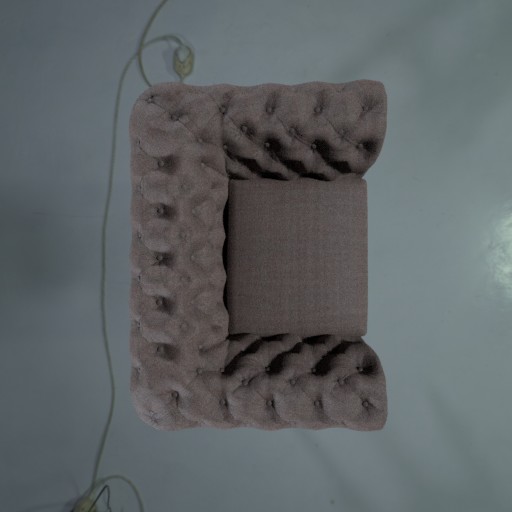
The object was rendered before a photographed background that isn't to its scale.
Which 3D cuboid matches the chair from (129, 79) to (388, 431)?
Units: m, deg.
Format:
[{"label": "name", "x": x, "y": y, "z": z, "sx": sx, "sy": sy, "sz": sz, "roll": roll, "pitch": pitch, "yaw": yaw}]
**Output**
[{"label": "chair", "x": 0.000, "y": 0.000, "z": 1.903, "sx": 0.945, "sy": 0.780, "sz": 1.298, "roll": 0, "pitch": 90, "yaw": 1}]
